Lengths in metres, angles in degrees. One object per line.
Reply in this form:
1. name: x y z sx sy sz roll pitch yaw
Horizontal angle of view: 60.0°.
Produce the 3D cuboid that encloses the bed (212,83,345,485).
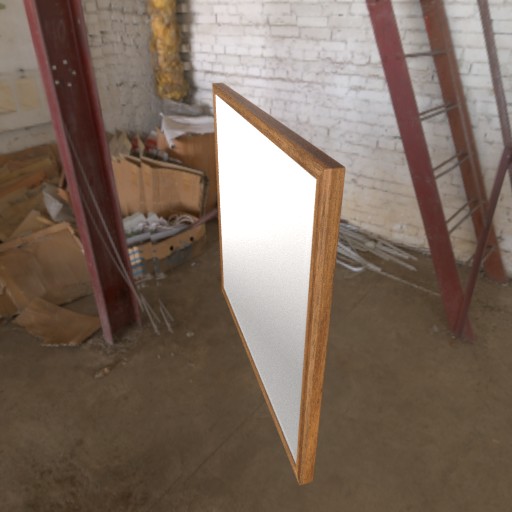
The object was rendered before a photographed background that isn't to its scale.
1. bed: 0.000 0.000 1.478 0.043 0.940 1.041 -8 31 -14
